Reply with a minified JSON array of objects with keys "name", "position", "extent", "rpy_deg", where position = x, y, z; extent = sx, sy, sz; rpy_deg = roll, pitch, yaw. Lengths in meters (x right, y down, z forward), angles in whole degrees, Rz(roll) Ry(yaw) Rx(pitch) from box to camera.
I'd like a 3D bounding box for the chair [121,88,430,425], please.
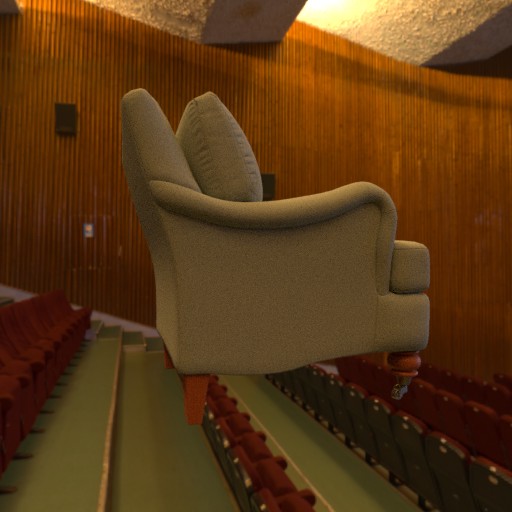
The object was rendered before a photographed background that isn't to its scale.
[{"name":"chair","position":[0.000,0.000,1.832],"extent":[1.070,1.038,0.955],"rpy_deg":[0,-1,-17]}]
